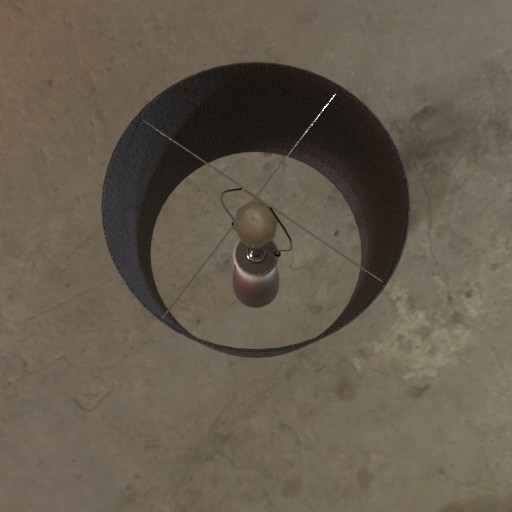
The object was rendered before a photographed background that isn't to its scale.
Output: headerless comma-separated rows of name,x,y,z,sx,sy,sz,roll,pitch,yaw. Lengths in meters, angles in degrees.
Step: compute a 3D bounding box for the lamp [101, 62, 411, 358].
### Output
lamp,0.000,0.000,0.670,0.303,0.488,0.303,0,76,0
